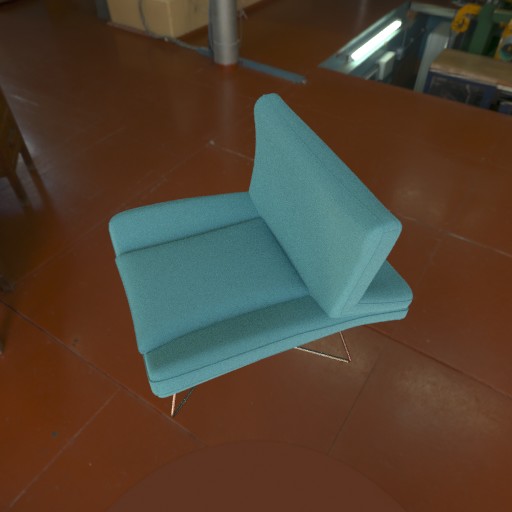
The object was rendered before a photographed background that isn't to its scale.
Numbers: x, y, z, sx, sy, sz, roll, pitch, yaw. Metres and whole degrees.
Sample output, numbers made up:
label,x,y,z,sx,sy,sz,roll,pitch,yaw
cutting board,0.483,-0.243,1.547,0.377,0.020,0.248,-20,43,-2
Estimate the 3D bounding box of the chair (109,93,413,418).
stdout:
label,x,y,z,sx,sy,sz,roll,pitch,yaw
chair,0.000,0.000,1.694,1.008,0.855,0.859,-16,48,-15
